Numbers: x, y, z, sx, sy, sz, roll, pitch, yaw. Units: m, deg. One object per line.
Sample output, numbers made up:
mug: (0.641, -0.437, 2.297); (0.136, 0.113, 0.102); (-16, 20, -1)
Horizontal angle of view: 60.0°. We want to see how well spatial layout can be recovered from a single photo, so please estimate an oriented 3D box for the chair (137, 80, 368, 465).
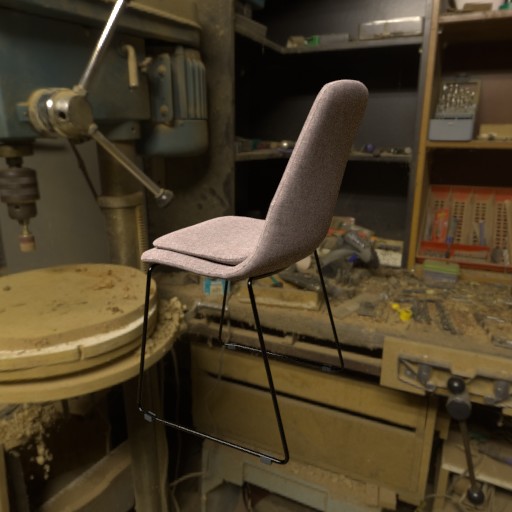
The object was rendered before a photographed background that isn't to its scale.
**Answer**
chair: (0.000, 0.000, 1.192); (0.518, 0.858, 0.479); (8, 18, 25)
